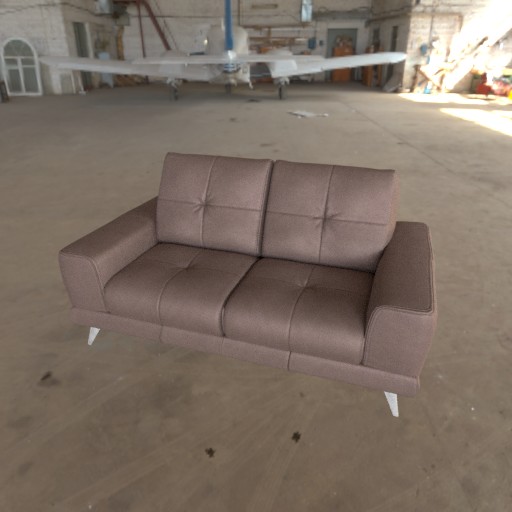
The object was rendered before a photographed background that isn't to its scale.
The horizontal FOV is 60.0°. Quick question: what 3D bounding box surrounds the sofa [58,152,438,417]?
[{"bbox_3d":[0.000,0.000,2.385,1.806,0.907,1.018,8,27,17],"label":"sofa"}]
